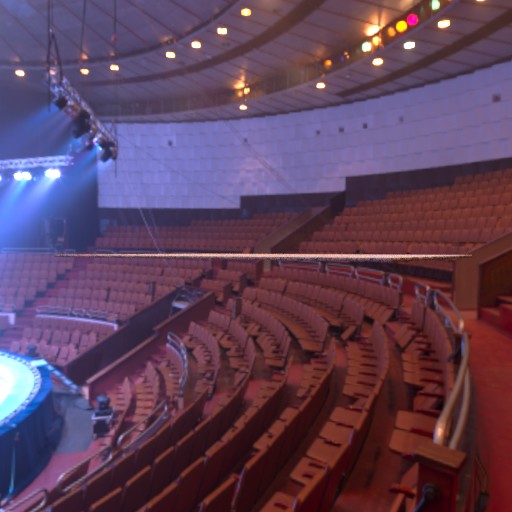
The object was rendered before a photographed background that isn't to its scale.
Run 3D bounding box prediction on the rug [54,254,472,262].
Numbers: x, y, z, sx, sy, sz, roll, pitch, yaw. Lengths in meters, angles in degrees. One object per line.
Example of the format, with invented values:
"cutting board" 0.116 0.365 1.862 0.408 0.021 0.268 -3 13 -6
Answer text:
"rug" 0.000 0.000 3.035 2.439 0.015 1.524 0 1 36
